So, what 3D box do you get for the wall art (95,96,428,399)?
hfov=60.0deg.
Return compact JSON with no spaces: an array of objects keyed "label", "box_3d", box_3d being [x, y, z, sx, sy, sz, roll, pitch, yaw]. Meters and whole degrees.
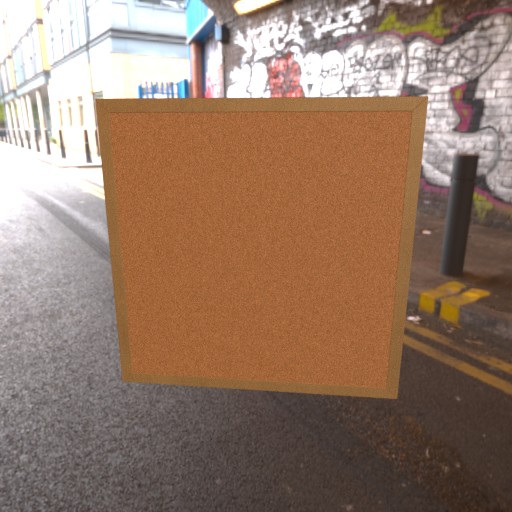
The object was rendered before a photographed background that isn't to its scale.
[{"label":"wall art","box_3d":[0.000,0.000,1.134,0.763,0.763,0.037,2,17,6]}]
